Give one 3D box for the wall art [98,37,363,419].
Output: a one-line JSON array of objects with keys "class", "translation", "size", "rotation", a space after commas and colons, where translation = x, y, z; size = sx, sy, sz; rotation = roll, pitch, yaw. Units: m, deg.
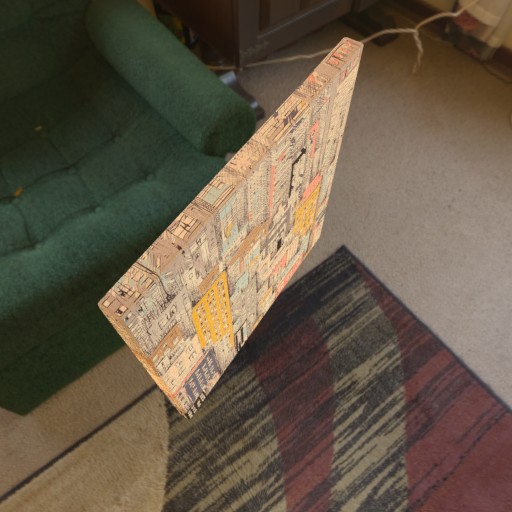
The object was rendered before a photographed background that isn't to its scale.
[{"class": "wall art", "translation": [0.000, 0.000, 0.894], "size": [0.038, 0.608, 0.607], "rotation": [30, 64, 16]}]
